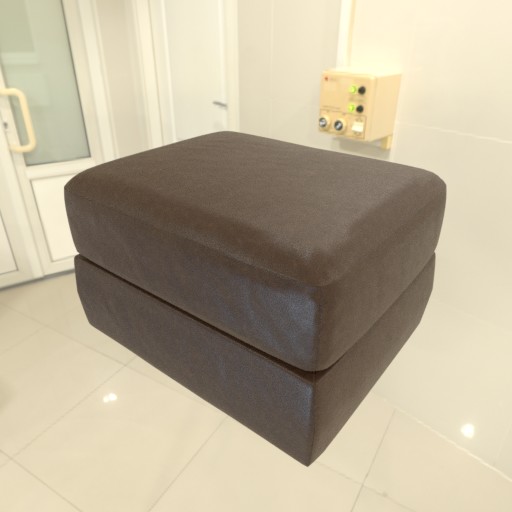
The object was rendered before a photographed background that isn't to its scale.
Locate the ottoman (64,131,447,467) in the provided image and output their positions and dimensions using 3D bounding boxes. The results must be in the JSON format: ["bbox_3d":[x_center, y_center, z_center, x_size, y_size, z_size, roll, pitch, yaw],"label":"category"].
[{"bbox_3d":[0.000,0.000,1.117,0.751,0.476,0.603,21,35,33],"label":"ottoman"}]
